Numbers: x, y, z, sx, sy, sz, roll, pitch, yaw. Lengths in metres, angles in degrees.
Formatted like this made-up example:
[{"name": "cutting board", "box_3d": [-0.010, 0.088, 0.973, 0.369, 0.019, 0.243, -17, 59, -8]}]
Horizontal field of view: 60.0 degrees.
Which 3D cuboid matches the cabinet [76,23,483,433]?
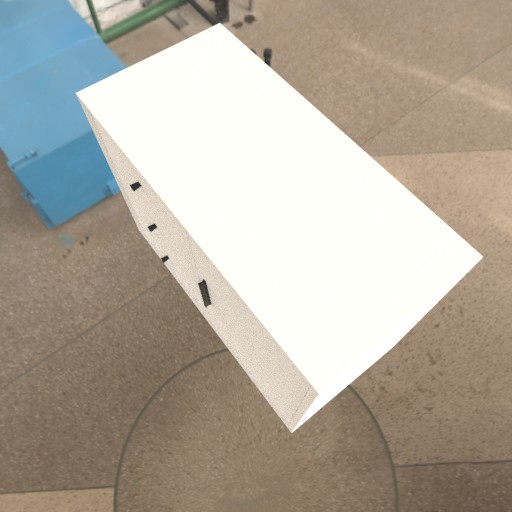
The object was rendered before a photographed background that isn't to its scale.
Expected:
[{"name": "cabinet", "box_3d": [0.000, 0.000, 1.209, 0.398, 0.761, 0.800, -34, 68, -16]}]
